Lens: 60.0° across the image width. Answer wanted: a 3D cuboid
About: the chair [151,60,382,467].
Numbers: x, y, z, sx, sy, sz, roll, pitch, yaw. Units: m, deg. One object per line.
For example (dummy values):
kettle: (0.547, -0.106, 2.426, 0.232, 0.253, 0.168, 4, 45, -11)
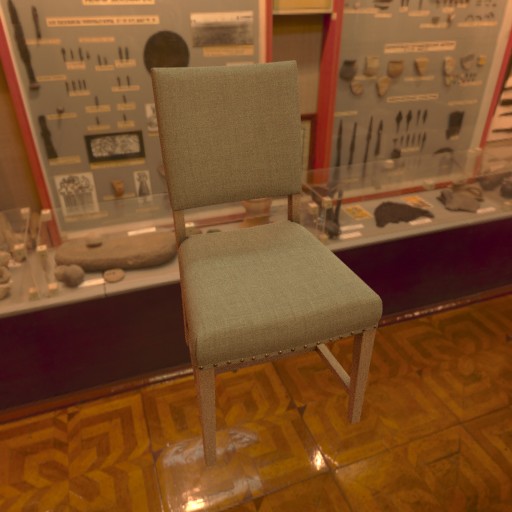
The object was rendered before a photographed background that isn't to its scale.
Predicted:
chair: (0.000, 0.000, 1.324, 0.508, 0.986, 0.622, -10, 33, -15)
